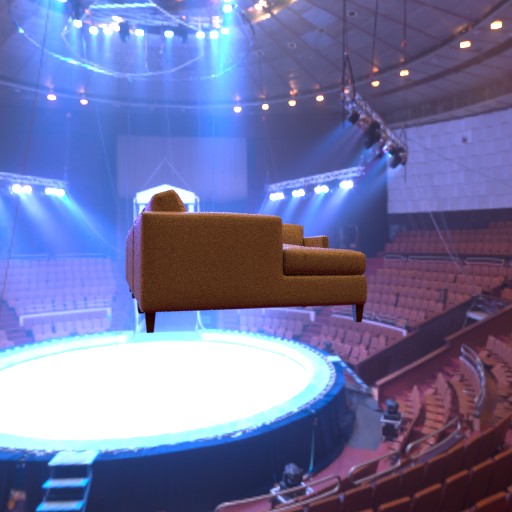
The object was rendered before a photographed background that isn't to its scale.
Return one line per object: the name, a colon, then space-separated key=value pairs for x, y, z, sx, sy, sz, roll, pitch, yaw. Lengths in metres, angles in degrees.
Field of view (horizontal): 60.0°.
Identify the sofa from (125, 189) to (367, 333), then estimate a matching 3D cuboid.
sofa: x=0.000 y=0.000 z=4.713 sx=2.594 sy=0.961 sz=3.460 roll=0 pitch=0 yaw=-18
